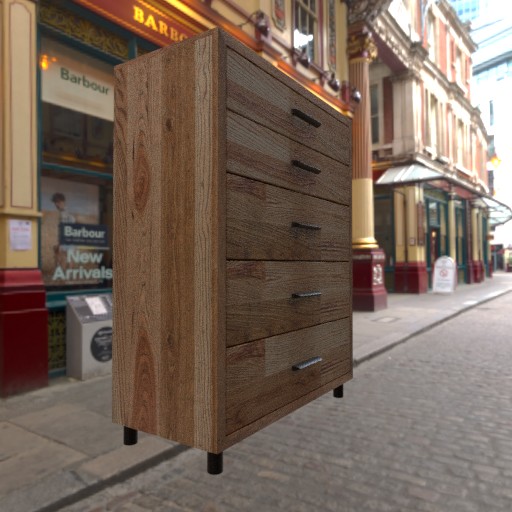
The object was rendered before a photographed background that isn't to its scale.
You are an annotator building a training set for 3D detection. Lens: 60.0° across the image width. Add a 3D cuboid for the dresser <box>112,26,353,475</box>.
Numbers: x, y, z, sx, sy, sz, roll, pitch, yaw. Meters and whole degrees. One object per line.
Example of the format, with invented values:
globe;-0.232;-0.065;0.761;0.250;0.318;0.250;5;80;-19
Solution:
dresser;0.000;0.000;1.717;0.480;1.243;0.966;-1;-1;34
